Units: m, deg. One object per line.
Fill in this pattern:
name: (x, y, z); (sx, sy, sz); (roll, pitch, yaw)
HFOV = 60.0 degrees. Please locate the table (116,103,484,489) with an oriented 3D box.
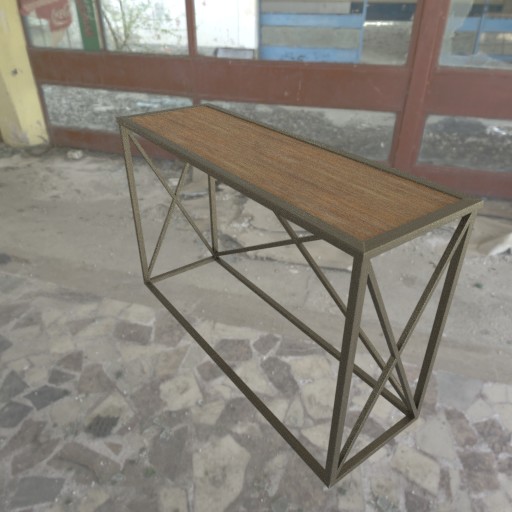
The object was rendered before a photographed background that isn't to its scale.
table: (0.000, 0.000, 1.523); (0.402, 0.753, 1.216); (-21, 37, -30)
